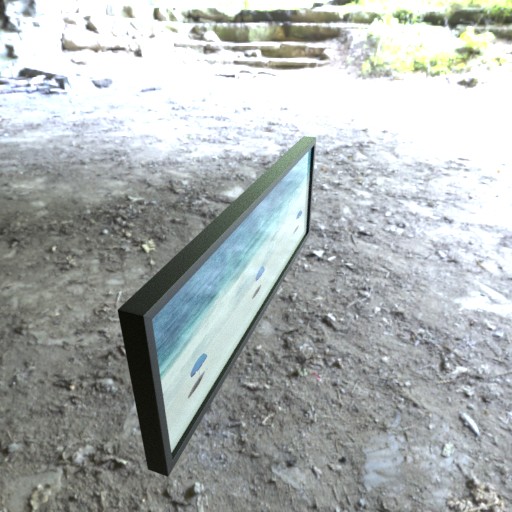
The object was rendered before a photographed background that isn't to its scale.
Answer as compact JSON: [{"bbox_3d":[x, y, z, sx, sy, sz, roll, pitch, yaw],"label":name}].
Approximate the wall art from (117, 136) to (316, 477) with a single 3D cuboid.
[{"bbox_3d":[0.000,0.000,0.951,0.037,0.303,0.860,10,31,18],"label":"wall art"}]
